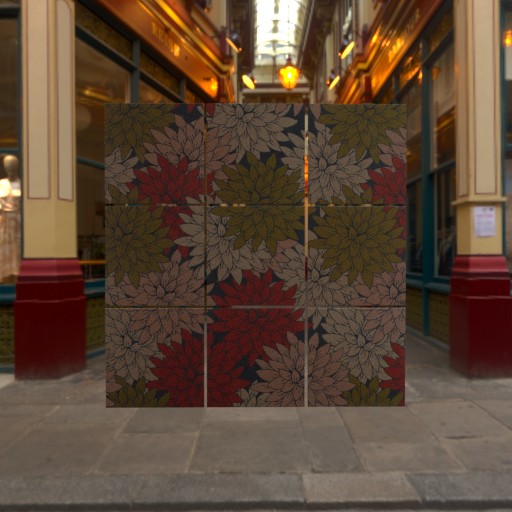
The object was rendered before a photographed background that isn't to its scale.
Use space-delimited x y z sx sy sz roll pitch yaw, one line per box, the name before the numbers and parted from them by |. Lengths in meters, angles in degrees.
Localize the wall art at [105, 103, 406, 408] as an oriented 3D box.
wall art | 0.000 0.000 1.785 1.206 1.218 0.013 0 1 -1
